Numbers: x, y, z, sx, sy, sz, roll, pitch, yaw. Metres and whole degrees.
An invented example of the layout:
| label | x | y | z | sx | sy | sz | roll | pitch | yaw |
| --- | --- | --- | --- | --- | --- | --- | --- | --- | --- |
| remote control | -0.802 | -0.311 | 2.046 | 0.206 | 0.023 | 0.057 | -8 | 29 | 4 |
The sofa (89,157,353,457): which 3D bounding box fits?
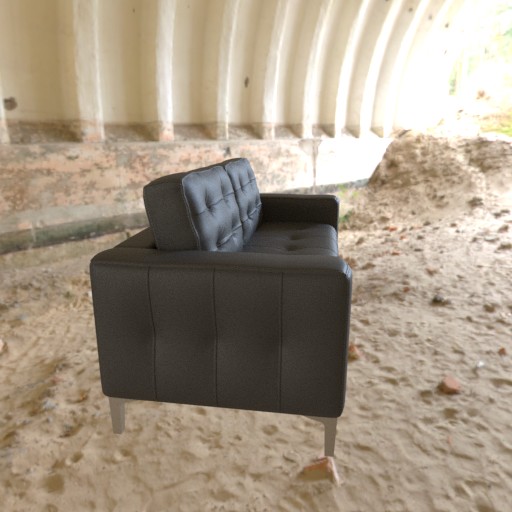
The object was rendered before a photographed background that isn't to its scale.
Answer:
| label | x | y | z | sx | sy | sz | roll | pitch | yaw |
| --- | --- | --- | --- | --- | --- | --- | --- | --- | --- |
| sofa | 0.000 | 0.000 | 2.180 | 0.833 | 0.893 | 1.726 | 2 | 16 | 9 |
